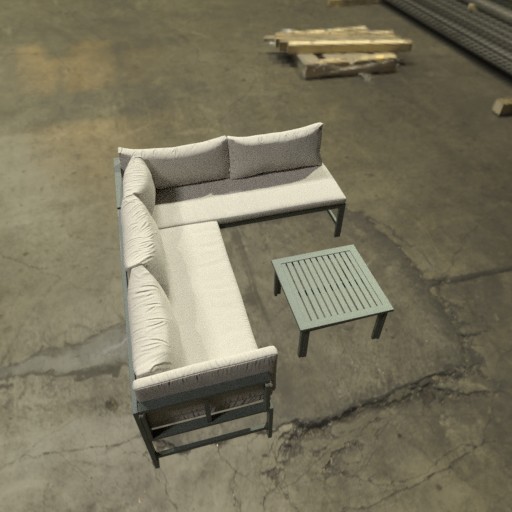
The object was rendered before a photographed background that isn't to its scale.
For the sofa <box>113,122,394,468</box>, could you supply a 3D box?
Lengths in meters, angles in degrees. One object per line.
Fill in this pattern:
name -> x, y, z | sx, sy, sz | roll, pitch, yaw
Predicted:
sofa -> 0.000, 0.000, 2.942 | 1.658, 0.758, 2.096 | -11, 46, -11
